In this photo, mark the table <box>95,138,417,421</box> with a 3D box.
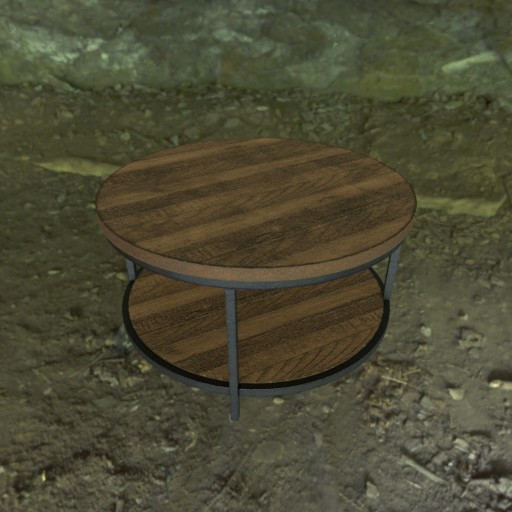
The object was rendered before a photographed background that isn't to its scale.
[{"bbox_3d":[0.000,0.000,1.327,0.837,0.462,0.837,0,32,0],"label":"table"}]
